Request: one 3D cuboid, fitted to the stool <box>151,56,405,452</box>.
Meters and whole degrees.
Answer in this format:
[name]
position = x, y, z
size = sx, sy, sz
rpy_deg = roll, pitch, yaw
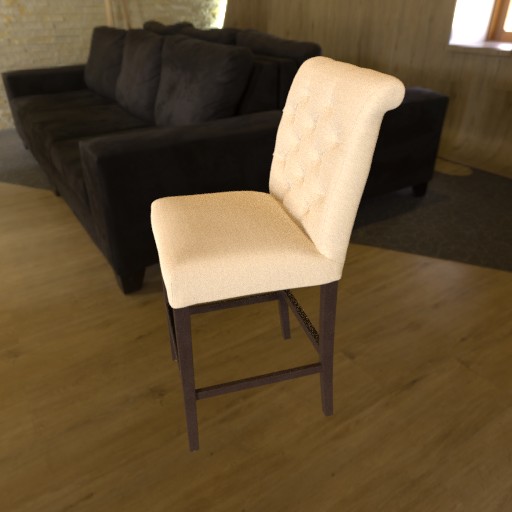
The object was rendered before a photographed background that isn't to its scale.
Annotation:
[stool]
position = 0.000, 0.000, 1.415
size = 0.610, 1.118, 0.482
rpy_deg = -8, 31, -14
